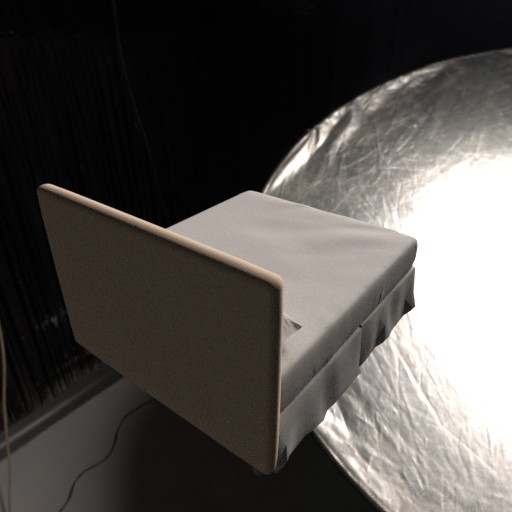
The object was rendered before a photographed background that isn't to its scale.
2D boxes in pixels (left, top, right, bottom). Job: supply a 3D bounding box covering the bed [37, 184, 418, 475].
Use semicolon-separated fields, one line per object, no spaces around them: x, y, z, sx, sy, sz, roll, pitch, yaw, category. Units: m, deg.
0.000;0.000;3.289;1.884;1.330;2.142;21;36;32;bed
